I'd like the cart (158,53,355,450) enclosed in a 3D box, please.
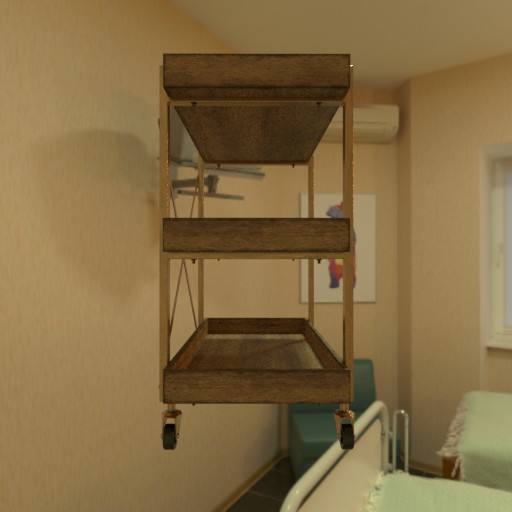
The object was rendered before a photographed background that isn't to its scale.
[{"bbox_3d":[0.000,0.000,1.248,0.416,0.799,0.750,0,0,0],"label":"cart"}]
